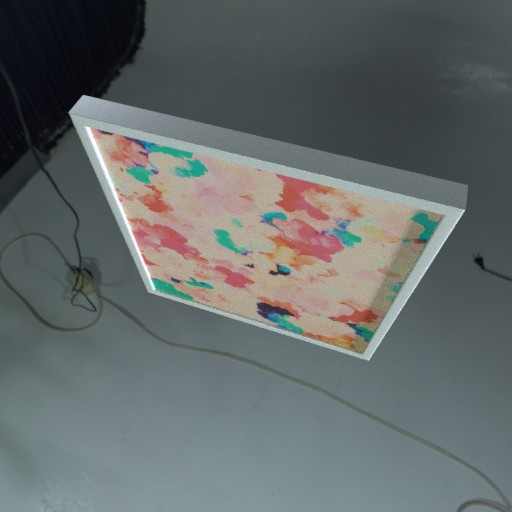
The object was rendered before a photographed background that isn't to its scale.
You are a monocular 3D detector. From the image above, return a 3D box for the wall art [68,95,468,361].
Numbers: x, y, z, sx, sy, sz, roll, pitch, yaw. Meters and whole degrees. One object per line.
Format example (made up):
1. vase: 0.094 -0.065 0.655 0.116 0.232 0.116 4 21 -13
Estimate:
1. wall art: 0.000 0.000 0.761 0.506 0.505 0.038 16 59 10
